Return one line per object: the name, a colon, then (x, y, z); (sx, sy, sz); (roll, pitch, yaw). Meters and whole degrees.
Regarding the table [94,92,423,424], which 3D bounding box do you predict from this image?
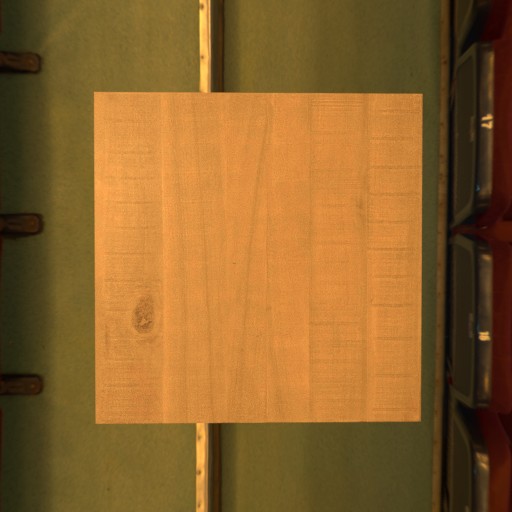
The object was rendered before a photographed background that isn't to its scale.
table: (0.000, 0.000, 0.975); (0.503, 0.589, 0.507); (0, 91, -1)
